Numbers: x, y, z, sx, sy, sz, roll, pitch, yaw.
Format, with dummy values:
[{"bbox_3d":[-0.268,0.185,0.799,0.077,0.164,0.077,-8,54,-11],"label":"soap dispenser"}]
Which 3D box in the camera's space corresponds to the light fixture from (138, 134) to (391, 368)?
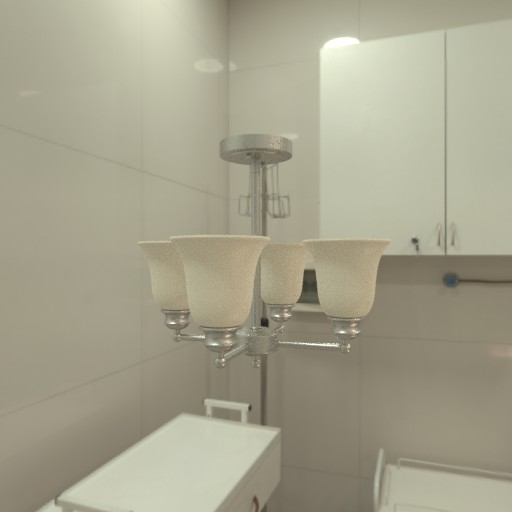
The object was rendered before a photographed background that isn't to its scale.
[{"bbox_3d":[0.000,0.000,0.732,0.427,0.370,0.427,0,0,19],"label":"light fixture"}]
